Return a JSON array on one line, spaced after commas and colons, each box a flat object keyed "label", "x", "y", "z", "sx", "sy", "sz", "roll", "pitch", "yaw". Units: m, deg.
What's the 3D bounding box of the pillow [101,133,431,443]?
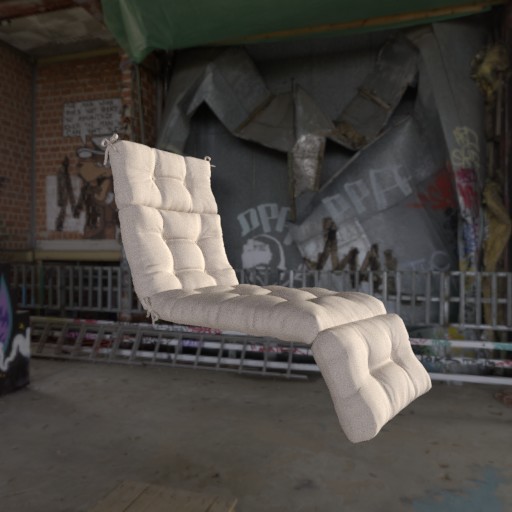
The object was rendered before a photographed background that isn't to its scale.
[{"label": "pillow", "x": 0.000, "y": 0.000, "z": 1.478, "sx": 1.016, "sy": 0.863, "sz": 0.526, "roll": 0, "pitch": 0, "yaw": 37}]
